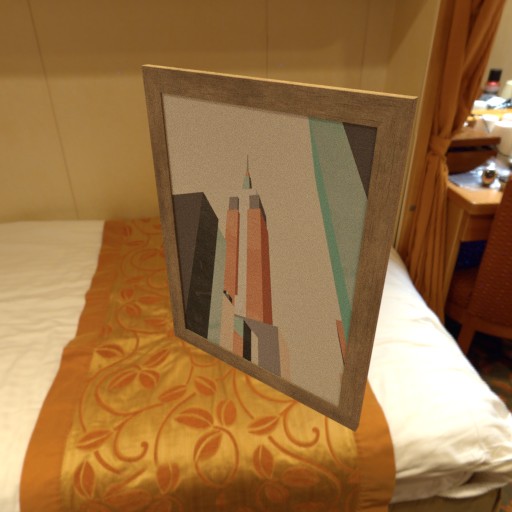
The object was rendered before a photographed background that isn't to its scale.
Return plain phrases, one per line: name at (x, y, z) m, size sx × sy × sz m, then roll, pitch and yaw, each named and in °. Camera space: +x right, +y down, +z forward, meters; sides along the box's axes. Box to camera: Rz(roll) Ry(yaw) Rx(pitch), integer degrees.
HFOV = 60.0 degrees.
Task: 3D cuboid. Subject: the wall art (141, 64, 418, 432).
wall art at (0.000, 0.000, 0.911) m, size 0.534 × 0.686 × 0.018 m, roll 20°, pitch 36°, yaw 30°
